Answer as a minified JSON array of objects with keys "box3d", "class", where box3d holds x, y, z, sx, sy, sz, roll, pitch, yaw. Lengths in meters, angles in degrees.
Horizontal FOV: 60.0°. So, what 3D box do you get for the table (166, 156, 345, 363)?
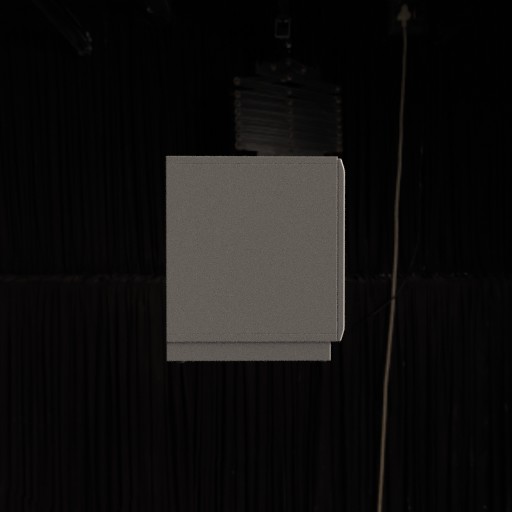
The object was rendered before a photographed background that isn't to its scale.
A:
[{"box3d":[0.000,0.000,1.715,0.400,0.440,1.550,0,1,-1],"class":"table"}]
